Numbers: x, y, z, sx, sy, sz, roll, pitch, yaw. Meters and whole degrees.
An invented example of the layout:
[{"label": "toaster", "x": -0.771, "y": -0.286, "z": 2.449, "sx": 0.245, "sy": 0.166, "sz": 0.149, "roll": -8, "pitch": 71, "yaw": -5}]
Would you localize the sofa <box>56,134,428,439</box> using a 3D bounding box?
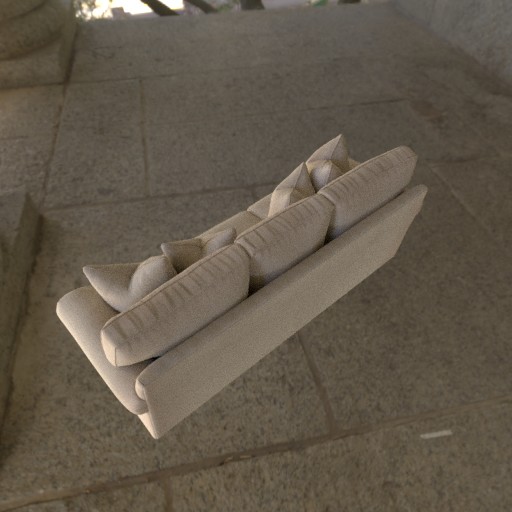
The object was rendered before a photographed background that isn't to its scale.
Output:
[{"label": "sofa", "x": 0.000, "y": 0.000, "z": 2.829, "sx": 2.312, "sy": 0.975, "sz": 0.965, "roll": -32, "pitch": 54, "yaw": -27}]
